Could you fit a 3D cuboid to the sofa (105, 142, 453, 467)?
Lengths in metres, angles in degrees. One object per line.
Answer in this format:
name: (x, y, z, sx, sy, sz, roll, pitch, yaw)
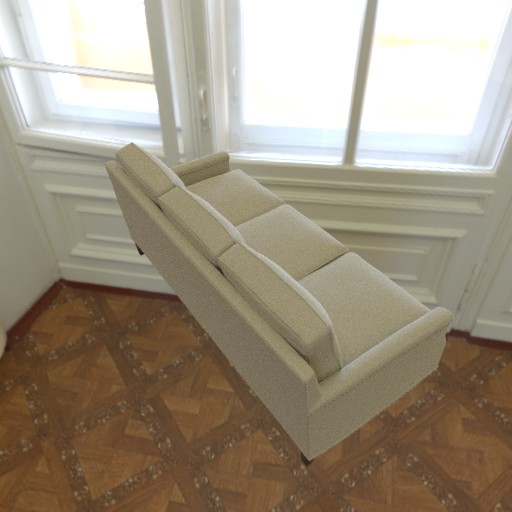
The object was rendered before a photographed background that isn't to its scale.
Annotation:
sofa: (0.000, 0.000, 2.851, 1.084, 1.003, 2.246, -24, 46, -26)
